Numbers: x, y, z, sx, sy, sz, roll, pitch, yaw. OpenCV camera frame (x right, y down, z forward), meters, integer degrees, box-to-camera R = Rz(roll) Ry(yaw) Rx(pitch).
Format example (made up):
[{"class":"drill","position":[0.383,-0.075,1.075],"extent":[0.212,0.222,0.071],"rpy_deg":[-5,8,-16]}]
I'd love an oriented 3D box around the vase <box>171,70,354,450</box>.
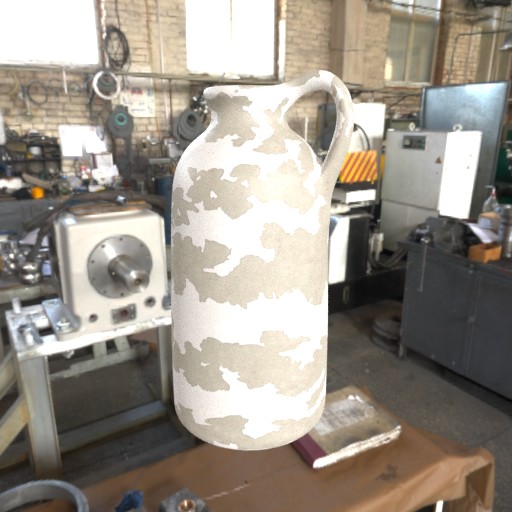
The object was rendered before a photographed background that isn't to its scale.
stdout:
[{"class":"vase","position":[0.000,0.000,0.498],"extent":[0.203,0.382,0.186],"rpy_deg":[8,18,24]}]
